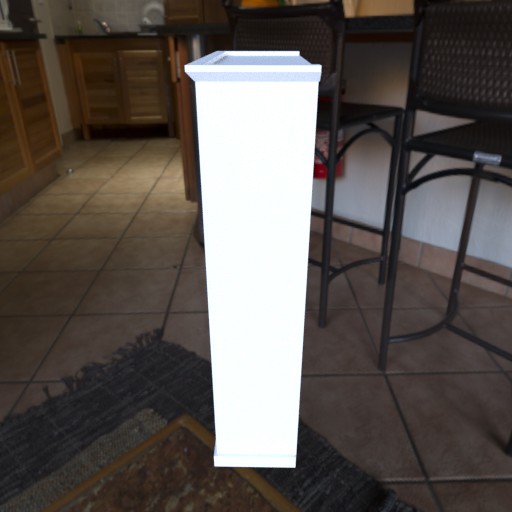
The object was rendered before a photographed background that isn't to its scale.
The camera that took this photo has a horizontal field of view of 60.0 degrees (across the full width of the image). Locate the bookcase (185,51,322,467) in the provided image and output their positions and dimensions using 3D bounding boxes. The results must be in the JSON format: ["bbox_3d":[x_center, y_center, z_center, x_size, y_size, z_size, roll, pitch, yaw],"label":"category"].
[{"bbox_3d":[0.000,0.000,2.287,0.432,1.880,1.050,0,27,1],"label":"bookcase"}]
